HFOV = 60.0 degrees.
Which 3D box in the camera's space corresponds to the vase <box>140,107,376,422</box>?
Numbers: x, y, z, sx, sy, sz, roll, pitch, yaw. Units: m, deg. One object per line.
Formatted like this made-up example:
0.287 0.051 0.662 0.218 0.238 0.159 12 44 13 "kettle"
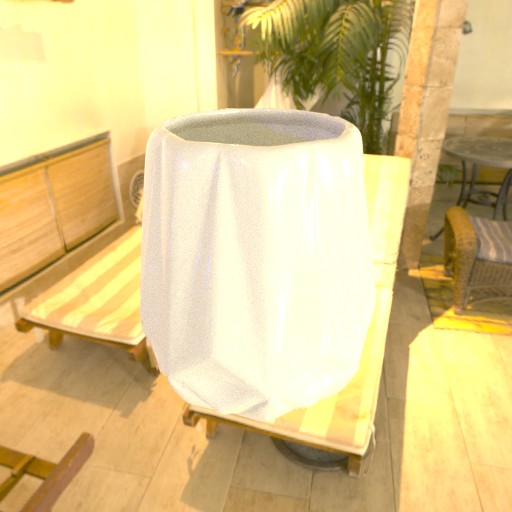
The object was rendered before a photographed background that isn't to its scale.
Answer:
0.000 0.000 0.259 0.141 0.152 0.141 0 28 0 "vase"
